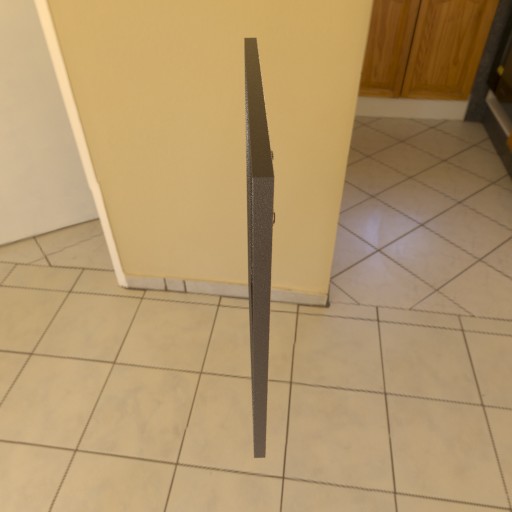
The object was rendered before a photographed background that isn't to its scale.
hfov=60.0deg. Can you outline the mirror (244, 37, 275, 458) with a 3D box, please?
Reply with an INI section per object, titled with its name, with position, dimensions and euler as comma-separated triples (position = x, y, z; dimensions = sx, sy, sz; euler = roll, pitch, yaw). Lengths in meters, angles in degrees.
[mirror]
position = 0.000, 0.000, 1.337
dimensions = 0.041, 1.016, 0.762
euler = -1, 42, -2
